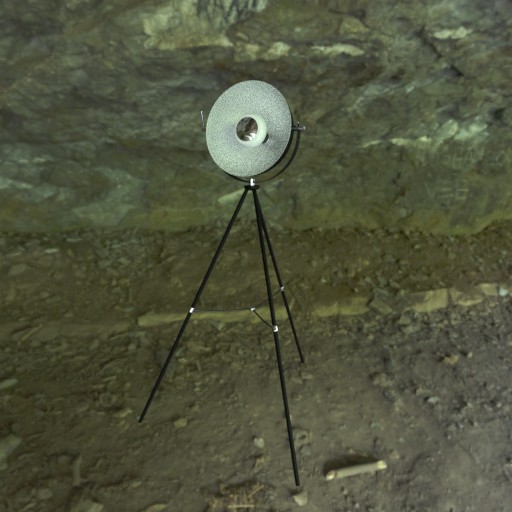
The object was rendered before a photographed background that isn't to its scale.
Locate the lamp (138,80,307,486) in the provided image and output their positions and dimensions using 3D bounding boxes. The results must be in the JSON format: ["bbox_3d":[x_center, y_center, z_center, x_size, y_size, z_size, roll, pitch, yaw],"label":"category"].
[{"bbox_3d":[0.000,0.000,2.064,0.817,1.512,0.920,7,17,25],"label":"lamp"}]
